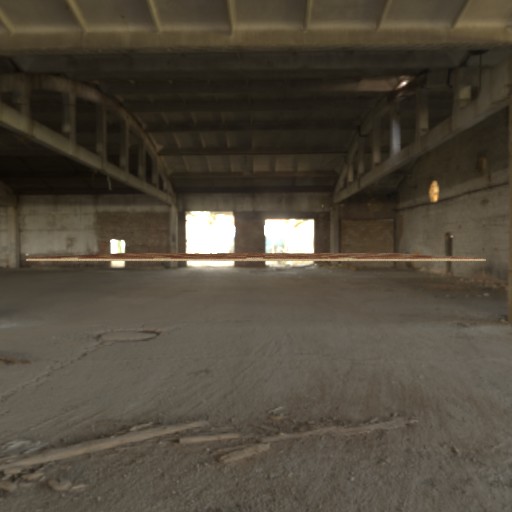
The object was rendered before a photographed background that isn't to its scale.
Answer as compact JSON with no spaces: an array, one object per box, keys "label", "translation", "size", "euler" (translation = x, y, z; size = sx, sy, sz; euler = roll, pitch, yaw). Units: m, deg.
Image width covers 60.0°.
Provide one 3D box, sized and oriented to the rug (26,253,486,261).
[{"label":"rug","translation":[0.000,0.000,2.978],"size":[2.286,0.016,1.555],"euler":[0,1,0]}]
